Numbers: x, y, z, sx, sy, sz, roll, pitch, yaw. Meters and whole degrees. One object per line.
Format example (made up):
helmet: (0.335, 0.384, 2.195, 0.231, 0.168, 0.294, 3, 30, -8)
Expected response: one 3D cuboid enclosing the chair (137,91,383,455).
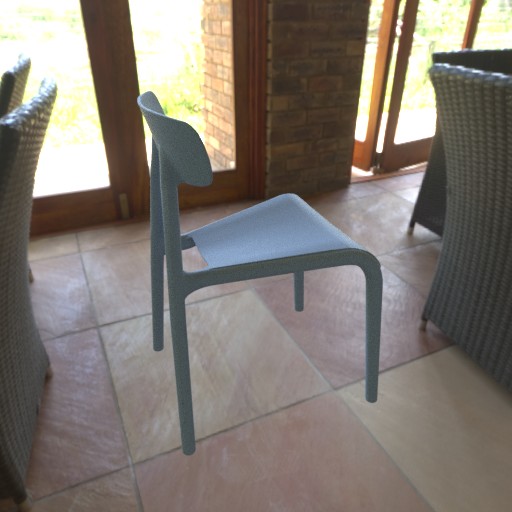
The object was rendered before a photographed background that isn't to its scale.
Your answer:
chair: (0.000, 0.000, 0.843, 0.401, 0.580, 0.356, -11, 31, -19)
